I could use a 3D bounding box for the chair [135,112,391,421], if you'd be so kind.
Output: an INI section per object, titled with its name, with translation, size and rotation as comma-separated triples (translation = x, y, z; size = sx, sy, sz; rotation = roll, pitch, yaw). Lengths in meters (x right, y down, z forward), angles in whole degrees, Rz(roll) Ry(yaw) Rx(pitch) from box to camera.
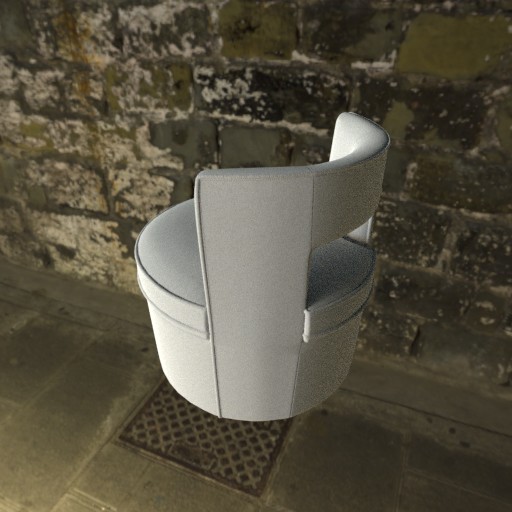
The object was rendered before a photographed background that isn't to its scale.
[chair]
translation = 0.000, 0.000, 1.253
size = 0.665, 0.723, 0.650
rotation = 21, 37, 31
